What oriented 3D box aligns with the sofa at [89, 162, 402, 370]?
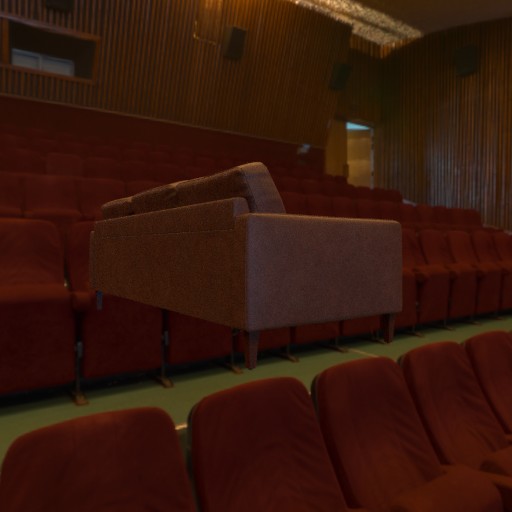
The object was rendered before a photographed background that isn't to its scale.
[{"bbox_3d":[0.000,0.000,2.982,1.613,0.841,2.185,-1,1,-35],"label":"sofa"}]
